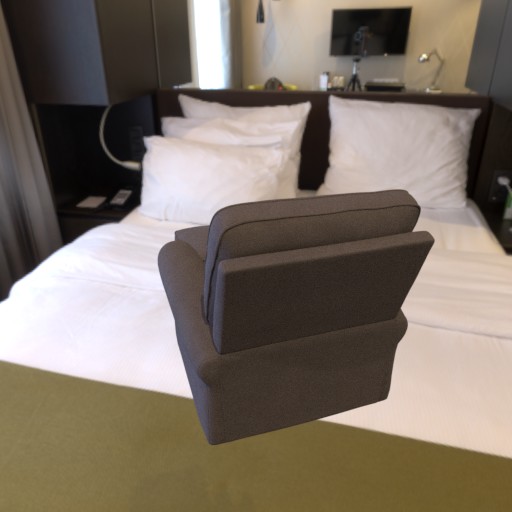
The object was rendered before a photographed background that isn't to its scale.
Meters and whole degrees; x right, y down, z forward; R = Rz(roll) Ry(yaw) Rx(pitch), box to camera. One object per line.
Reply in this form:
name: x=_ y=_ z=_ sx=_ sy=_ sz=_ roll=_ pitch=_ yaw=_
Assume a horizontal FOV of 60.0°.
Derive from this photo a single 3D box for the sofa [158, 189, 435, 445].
sofa: x=0.000 y=0.000 z=2.039 sx=0.880 sy=0.959 sz=1.478 roll=-8 pitch=27 yaw=-16
